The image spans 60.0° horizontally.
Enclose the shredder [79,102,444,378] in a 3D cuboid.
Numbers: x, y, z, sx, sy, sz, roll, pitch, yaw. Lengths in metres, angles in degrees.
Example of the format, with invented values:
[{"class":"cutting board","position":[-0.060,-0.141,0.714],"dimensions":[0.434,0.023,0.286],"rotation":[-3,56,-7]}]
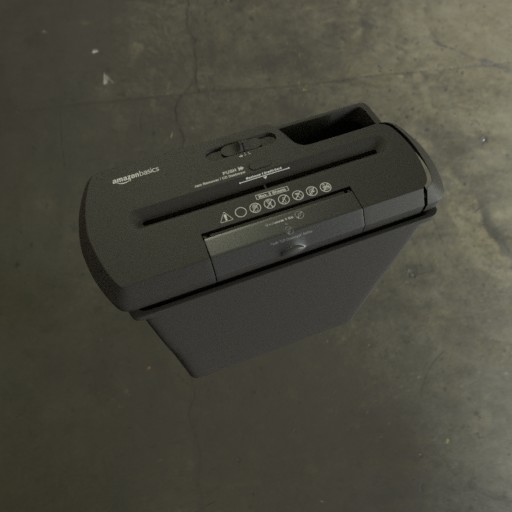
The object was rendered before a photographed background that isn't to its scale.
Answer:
[{"class":"shredder","position":[0.000,0.000,0.532],"dimensions":[0.320,0.335,0.170],"rotation":[-19,64,-9]}]
